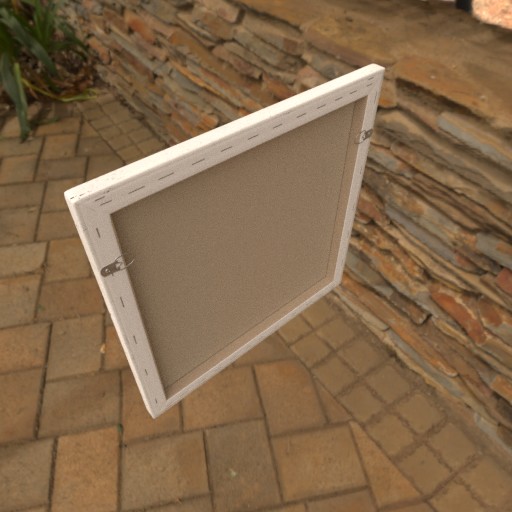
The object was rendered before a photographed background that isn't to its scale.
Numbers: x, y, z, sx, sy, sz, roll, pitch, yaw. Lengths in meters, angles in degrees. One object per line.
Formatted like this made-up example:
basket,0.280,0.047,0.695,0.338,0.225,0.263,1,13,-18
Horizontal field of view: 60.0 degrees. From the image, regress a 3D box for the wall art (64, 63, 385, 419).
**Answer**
wall art,0.000,0.000,1.127,0.762,0.762,0.038,-31,53,-27
